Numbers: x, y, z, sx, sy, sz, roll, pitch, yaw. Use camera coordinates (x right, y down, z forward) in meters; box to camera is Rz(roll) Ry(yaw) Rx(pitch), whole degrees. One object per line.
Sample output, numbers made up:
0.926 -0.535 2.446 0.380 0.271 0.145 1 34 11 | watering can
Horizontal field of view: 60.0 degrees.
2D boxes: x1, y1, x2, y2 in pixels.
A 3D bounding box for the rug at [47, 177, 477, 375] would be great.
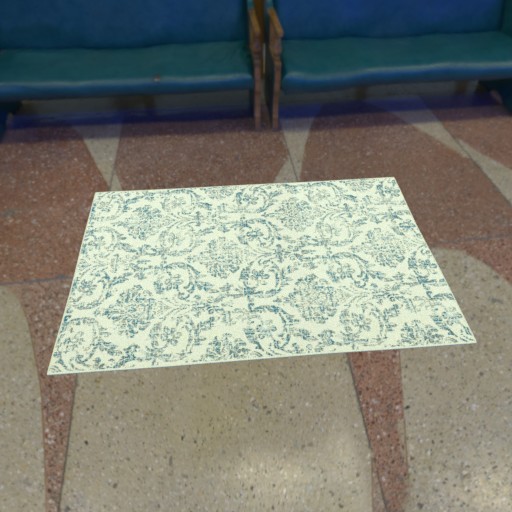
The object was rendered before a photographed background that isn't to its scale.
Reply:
0.000 0.000 3.439 2.746 0.018 1.819 -3 46 -3 | rug
